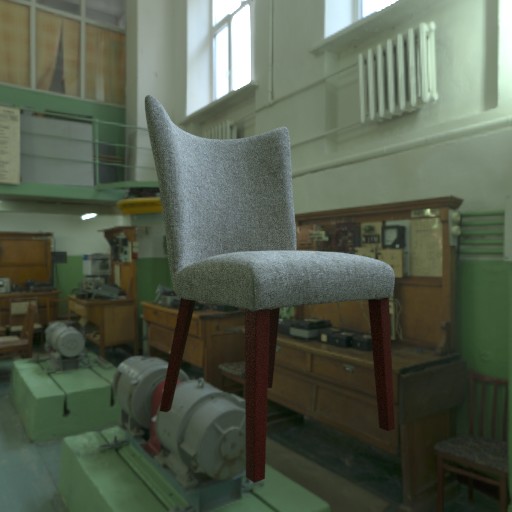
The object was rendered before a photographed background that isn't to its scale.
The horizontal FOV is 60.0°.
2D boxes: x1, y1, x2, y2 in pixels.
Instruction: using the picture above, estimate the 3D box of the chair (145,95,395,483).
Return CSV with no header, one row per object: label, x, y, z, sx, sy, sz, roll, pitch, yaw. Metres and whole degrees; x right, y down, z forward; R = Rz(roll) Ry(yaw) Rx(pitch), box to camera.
chair,0.000,0.000,1.288,0.535,0.924,0.623,0,0,-37
